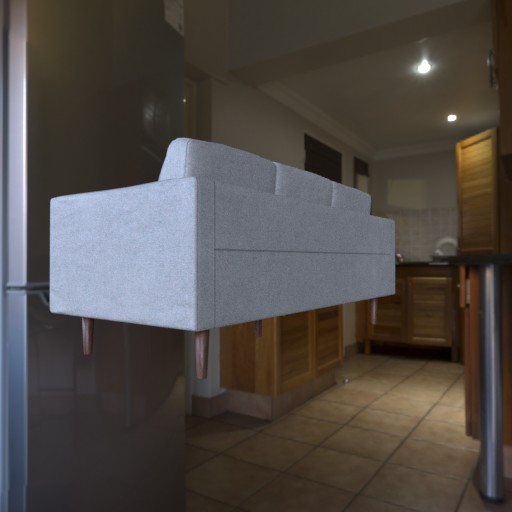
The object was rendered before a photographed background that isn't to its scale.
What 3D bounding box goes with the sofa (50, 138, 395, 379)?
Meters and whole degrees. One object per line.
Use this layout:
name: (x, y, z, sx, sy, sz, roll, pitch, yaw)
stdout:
sofa: (0.000, 0.000, 2.525, 0.944, 0.918, 1.983, 0, -1, 36)
